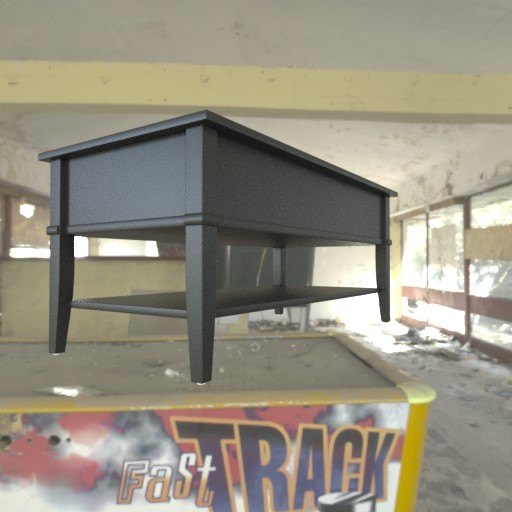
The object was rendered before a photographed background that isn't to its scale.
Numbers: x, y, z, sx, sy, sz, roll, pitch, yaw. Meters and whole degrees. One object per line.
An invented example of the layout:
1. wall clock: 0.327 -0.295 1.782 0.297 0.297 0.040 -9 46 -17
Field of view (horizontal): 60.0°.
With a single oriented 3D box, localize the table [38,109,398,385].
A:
1. table: 0.000 0.000 1.316 0.523 0.470 1.044 -1 -1 35
